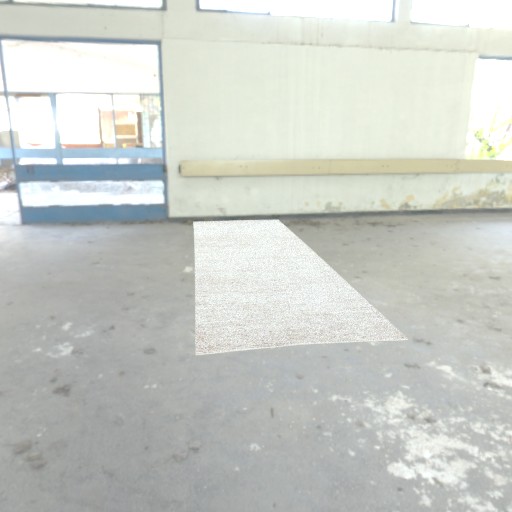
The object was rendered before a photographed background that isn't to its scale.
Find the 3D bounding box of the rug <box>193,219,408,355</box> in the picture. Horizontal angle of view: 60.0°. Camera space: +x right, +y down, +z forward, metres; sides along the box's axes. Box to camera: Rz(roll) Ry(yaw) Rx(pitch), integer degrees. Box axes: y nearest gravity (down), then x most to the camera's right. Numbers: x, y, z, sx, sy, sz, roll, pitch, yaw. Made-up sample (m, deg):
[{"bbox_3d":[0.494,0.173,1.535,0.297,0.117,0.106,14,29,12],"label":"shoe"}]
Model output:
[{"bbox_3d":[0.000,0.000,2.552,0.712,0.013,2.346,-2,15,-8],"label":"rug"}]
